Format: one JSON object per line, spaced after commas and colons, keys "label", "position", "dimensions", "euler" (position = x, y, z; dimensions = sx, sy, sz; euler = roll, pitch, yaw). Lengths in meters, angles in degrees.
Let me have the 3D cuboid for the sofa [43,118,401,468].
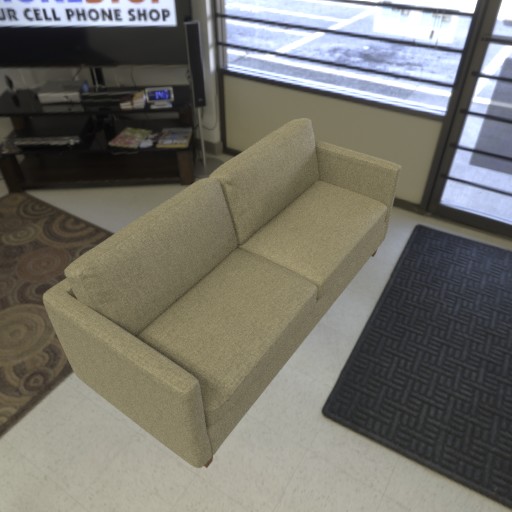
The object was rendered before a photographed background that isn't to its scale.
{"label": "sofa", "position": [0.000, 0.000, 2.718], "dimensions": [0.956, 0.960, 2.208], "euler": [25, 46, 26]}
